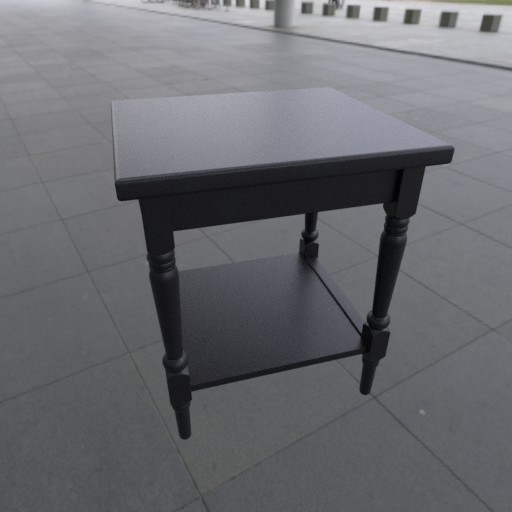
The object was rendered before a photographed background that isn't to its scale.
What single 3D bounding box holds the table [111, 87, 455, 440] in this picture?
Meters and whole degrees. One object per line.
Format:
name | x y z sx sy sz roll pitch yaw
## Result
table | 0.000 0.000 0.927 0.488 0.565 0.442 -9 33 -14
